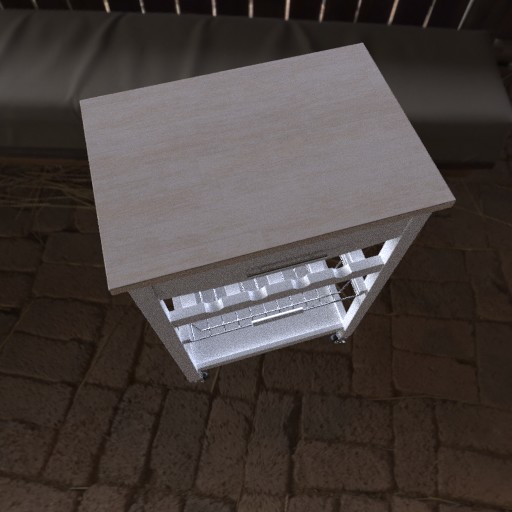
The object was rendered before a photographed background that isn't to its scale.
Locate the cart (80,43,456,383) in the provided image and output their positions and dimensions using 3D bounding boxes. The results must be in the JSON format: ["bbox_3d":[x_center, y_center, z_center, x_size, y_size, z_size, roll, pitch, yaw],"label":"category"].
[{"bbox_3d":[0.000,0.000,1.171,0.578,0.857,0.406,-15,64,-7],"label":"cart"}]
